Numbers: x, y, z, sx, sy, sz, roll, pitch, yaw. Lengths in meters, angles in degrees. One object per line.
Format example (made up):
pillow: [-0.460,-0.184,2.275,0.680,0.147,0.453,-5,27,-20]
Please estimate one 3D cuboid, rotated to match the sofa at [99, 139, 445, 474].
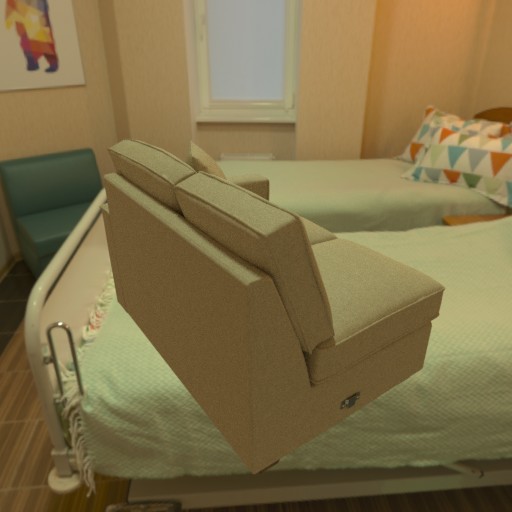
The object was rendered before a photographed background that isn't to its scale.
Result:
sofa: [0.000,0.000,2.063,0.991,0.989,1.388,-18,32,-31]
